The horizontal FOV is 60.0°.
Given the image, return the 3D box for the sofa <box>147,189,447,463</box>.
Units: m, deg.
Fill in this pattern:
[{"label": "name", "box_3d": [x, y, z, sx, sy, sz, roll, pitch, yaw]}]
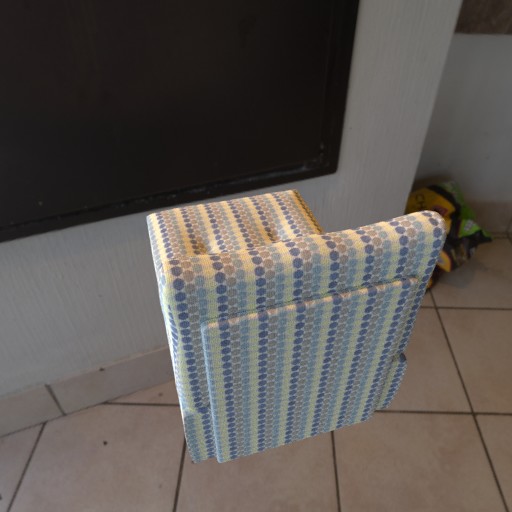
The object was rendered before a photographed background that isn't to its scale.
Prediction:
[{"label": "sofa", "box_3d": [0.000, 0.000, 1.548, 0.700, 0.820, 1.000, -11, 42, -12]}]
